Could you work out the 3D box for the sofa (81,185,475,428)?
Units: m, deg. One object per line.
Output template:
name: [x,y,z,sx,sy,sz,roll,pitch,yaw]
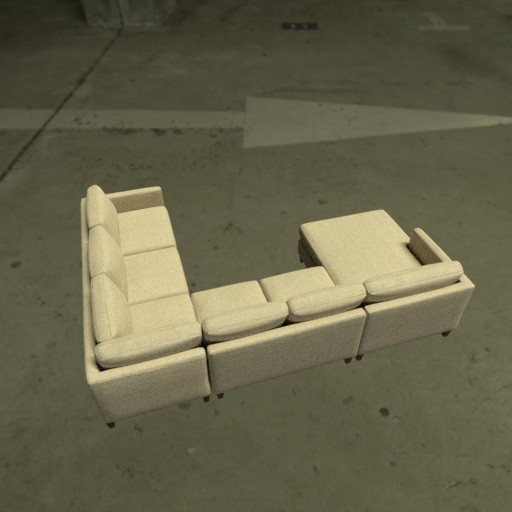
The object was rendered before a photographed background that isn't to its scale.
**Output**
sofa: [0.000,0.000,4.733,3.460,0.959,2.593,-12,43,-13]
